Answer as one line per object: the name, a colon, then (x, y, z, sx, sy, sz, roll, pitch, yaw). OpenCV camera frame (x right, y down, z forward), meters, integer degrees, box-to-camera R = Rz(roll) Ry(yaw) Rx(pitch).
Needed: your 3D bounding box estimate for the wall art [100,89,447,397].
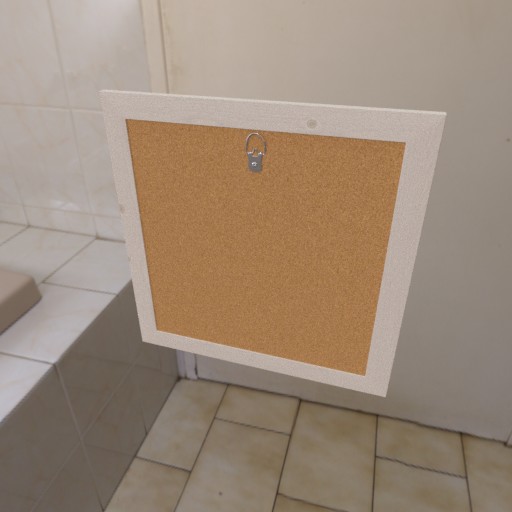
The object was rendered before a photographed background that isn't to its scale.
wall art: (0.000, 0.000, 0.855, 0.572, 0.577, 0.015, 9, 32, 15)
